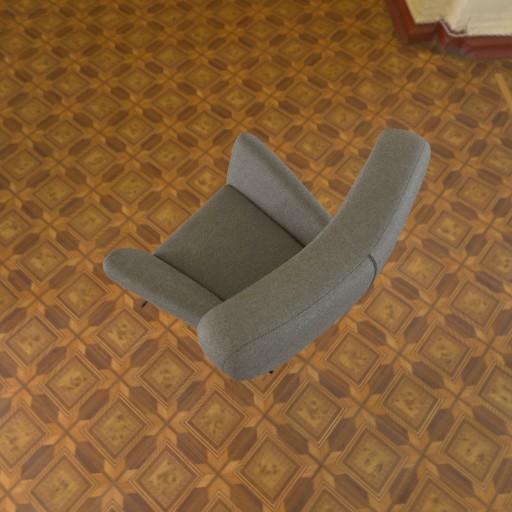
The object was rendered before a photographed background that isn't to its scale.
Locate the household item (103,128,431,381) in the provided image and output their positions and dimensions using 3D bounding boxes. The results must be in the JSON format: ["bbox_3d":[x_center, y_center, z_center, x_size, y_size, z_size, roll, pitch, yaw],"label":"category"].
[{"bbox_3d":[0.000,0.000,1.785,0.900,1.050,0.980,36,68,17],"label":"household item"}]
